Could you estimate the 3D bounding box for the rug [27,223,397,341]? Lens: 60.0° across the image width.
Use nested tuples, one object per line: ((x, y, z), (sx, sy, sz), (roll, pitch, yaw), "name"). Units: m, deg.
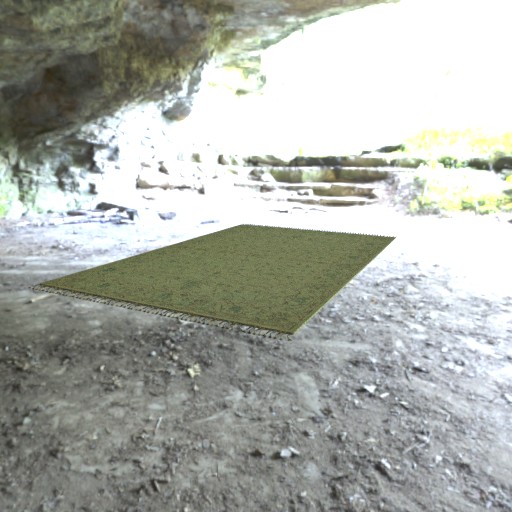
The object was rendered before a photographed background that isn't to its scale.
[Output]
((0.000, 0.000, 3.092), (1.544, 0.010, 2.435), (7, 15, 26), "rug")
